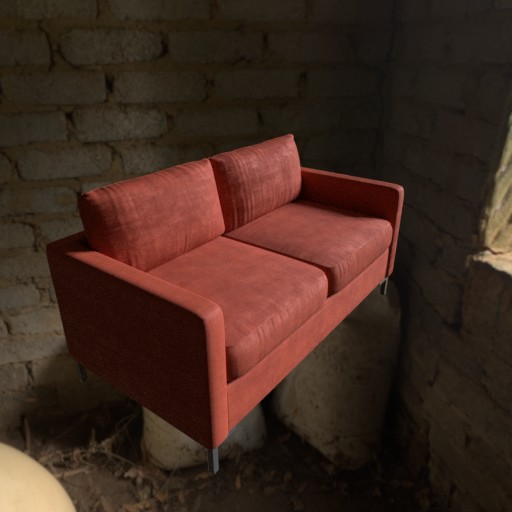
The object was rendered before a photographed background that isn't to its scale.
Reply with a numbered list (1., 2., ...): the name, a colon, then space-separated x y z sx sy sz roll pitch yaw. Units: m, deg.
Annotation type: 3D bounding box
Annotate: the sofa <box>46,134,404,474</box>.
1. sofa: 0.000 0.000 2.107 0.864 0.896 1.574 18 30 33
